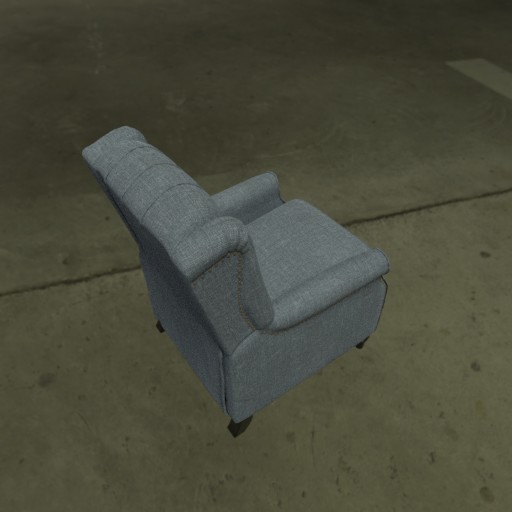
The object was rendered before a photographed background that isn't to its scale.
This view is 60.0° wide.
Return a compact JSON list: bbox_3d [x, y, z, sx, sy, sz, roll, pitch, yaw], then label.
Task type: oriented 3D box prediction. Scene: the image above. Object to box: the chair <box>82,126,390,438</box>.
[{"bbox_3d":[0.000,0.000,1.685,0.898,1.035,0.742,-26,48,-26],"label":"chair"}]
